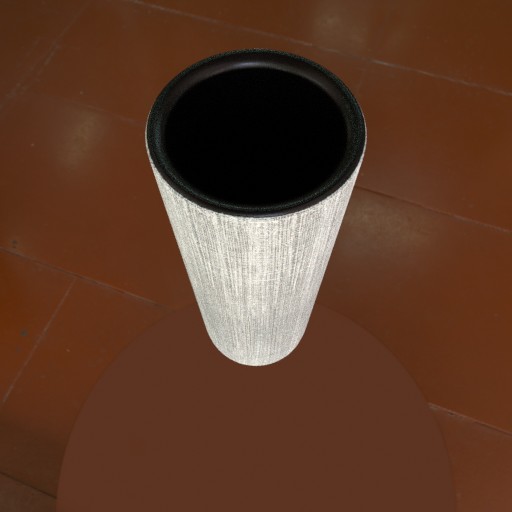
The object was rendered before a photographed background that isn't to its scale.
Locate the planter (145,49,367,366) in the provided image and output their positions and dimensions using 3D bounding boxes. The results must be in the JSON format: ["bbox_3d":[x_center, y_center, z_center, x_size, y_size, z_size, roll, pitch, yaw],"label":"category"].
[{"bbox_3d":[0.000,0.000,0.320,0.100,0.270,0.100,-33,68,-15],"label":"planter"}]
